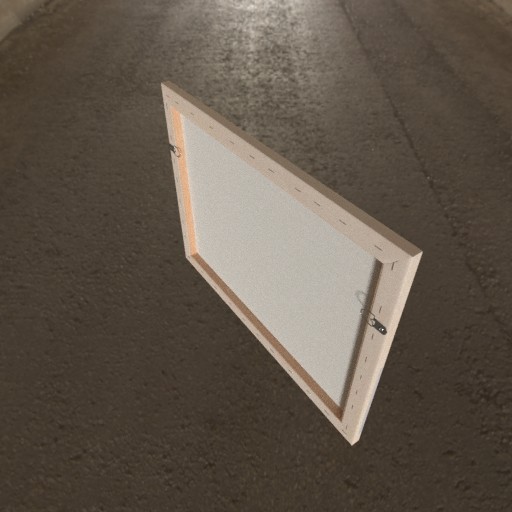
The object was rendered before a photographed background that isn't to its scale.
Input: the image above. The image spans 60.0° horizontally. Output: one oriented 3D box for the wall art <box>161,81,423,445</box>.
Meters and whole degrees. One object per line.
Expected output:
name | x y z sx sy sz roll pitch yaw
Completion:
wall art | 0.000 0.000 1.648 0.042 0.912 1.219 -26 48 -25
